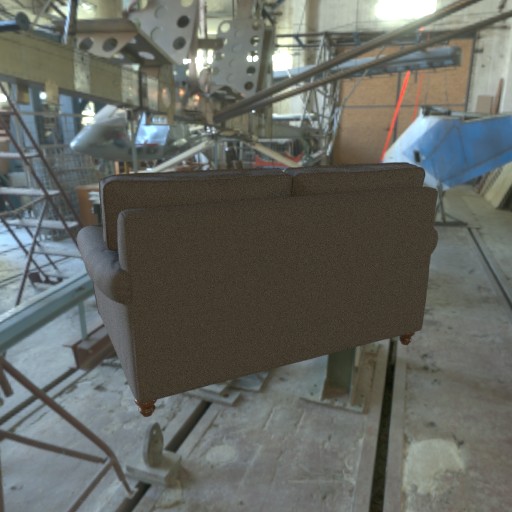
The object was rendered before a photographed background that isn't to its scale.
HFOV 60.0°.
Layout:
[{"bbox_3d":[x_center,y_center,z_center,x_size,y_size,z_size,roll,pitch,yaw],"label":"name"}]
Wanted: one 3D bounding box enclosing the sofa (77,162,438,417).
[{"bbox_3d":[0.000,0.000,2.274,1.665,0.937,0.964,-8,18,-25],"label":"sofa"}]
